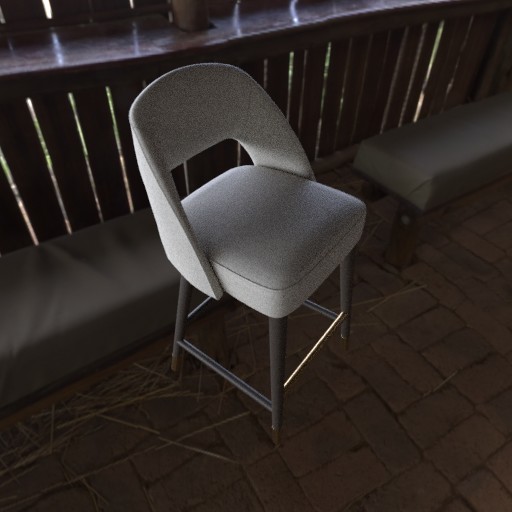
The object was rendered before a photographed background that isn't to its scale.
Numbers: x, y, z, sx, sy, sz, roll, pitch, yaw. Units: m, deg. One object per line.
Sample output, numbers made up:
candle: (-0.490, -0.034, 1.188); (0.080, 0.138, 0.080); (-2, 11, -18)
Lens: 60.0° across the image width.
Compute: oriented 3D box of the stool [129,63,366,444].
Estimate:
stool: (0.000, 0.000, 1.270); (0.509, 0.940, 0.494); (26, 48, 27)
